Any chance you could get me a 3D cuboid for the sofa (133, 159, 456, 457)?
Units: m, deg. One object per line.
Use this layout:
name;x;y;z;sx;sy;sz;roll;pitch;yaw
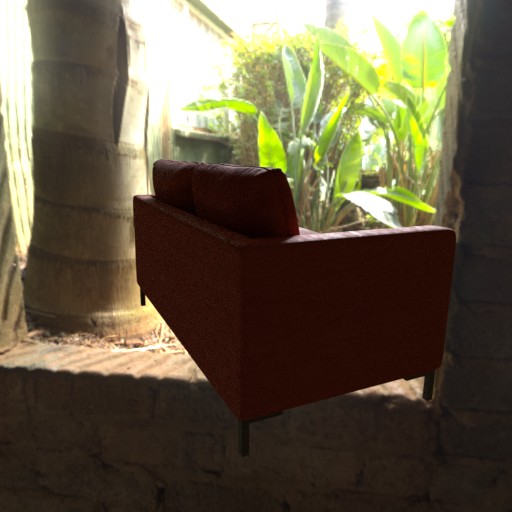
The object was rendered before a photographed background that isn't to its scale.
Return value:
sofa;0.000;0.000;2.104;0.864;0.896;1.574;-6;14;-25
